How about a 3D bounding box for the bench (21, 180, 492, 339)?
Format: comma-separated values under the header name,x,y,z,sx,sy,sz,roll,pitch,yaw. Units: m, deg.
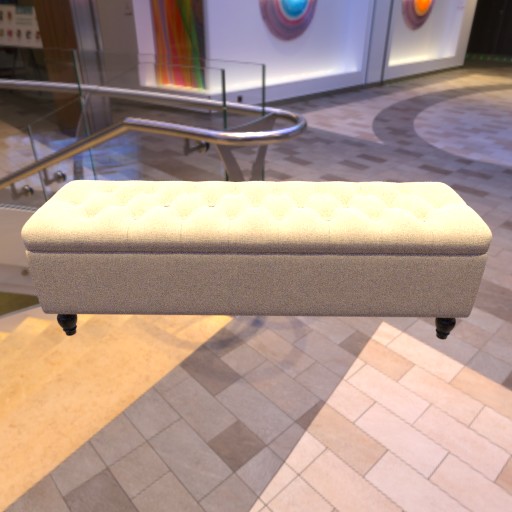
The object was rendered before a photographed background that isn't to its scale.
name,x,y,z,sx,sy,sz,roll,pitch,yaw
bench,0.000,0.000,1.651,1.480,0.467,0.455,0,30,1
